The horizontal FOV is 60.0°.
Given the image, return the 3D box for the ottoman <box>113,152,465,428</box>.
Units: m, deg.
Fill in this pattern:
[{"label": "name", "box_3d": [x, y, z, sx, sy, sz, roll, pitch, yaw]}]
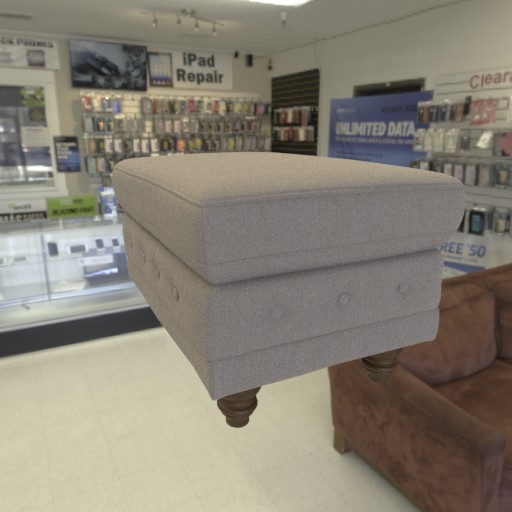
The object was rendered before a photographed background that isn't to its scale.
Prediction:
[{"label": "ottoman", "box_3d": [0.000, 0.000, 1.128, 0.569, 0.500, 0.771, -8, 18, -25]}]
